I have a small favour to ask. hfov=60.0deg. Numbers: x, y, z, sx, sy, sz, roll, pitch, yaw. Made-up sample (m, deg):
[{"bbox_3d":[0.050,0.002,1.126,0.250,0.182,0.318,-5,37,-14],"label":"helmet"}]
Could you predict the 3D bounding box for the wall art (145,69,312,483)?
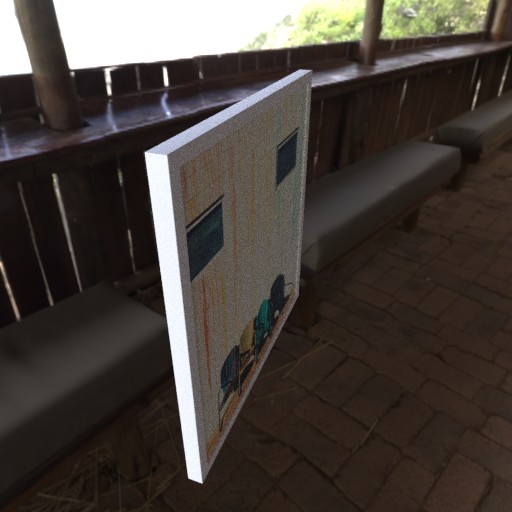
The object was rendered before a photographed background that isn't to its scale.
[{"bbox_3d":[0.000,0.000,1.108,0.036,0.760,0.760,11,33,18],"label":"wall art"}]
